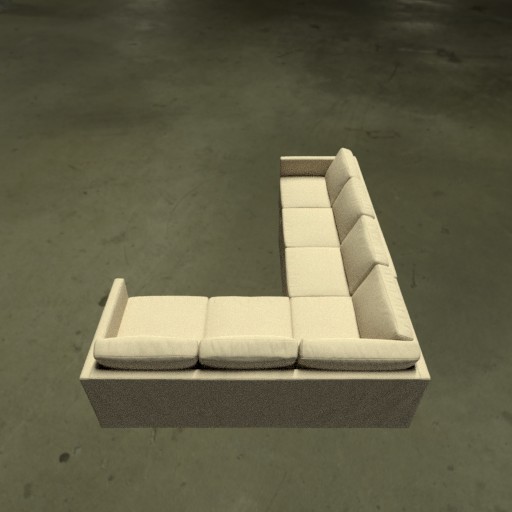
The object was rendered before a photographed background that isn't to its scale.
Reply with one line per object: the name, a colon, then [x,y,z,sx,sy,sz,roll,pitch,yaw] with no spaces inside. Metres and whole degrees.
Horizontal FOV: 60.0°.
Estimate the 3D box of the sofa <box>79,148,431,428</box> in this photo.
sofa: [0.000,0.000,4.383,2.432,0.871,3.182,0,41,0]
